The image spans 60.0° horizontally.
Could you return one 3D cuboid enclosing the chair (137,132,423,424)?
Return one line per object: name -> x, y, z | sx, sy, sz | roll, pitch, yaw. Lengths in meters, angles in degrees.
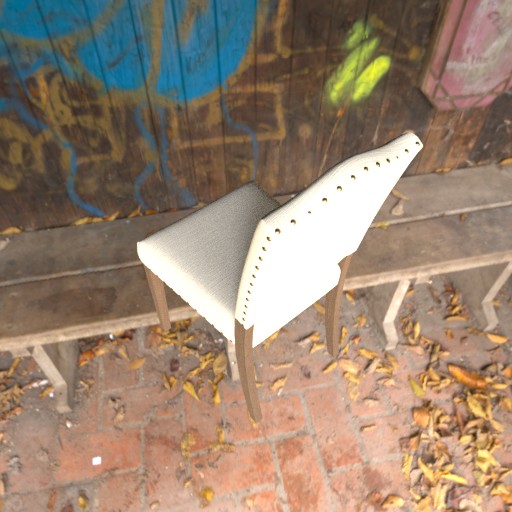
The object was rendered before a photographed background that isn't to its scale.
chair -> 0.000, 0.000, 1.360 | 0.508, 1.015, 0.619 | -33, 56, -25
